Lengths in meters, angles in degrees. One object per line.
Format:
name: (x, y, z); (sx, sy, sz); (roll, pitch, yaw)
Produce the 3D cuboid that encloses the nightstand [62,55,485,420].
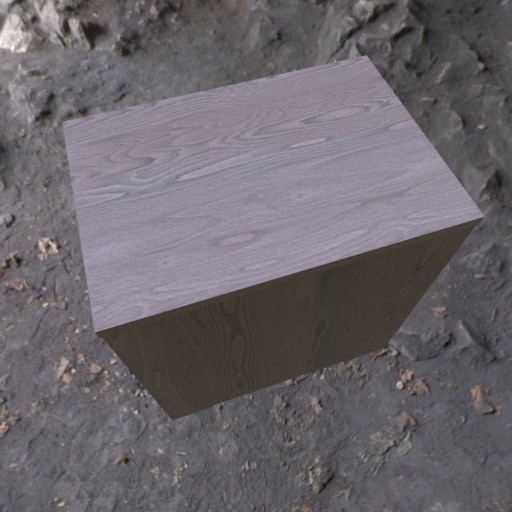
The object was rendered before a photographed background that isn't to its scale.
nightstand: (0.000, 0.000, 0.747); (0.442, 0.461, 0.325); (-16, 61, -9)
